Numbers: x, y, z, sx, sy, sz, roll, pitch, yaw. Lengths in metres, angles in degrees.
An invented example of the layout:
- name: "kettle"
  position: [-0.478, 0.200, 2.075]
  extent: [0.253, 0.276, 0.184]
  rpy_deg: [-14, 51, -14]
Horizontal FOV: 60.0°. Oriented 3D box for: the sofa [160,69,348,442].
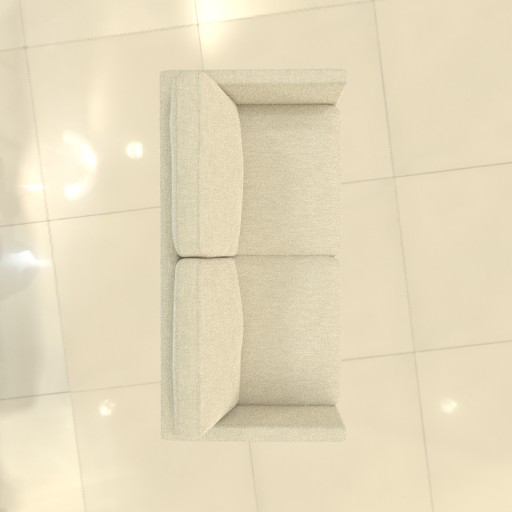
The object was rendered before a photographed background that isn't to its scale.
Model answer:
- name: "sofa"
  position: [0.000, 0.000, 2.443]
  extent: [0.950, 0.963, 1.838]
  rpy_deg: [0, 91, 1]
